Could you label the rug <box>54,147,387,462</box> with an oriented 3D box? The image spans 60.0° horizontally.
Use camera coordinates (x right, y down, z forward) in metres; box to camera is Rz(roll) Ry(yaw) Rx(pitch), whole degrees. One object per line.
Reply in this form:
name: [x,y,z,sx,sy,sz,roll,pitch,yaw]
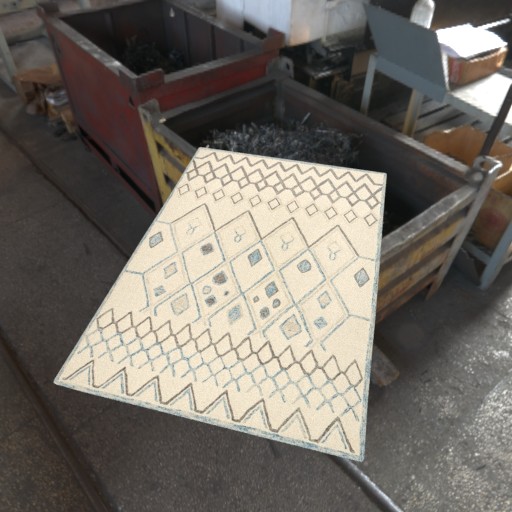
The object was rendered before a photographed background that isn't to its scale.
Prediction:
rug: [0.000,0.000,2.319,1.260,0.009,1.820,10,47,10]
